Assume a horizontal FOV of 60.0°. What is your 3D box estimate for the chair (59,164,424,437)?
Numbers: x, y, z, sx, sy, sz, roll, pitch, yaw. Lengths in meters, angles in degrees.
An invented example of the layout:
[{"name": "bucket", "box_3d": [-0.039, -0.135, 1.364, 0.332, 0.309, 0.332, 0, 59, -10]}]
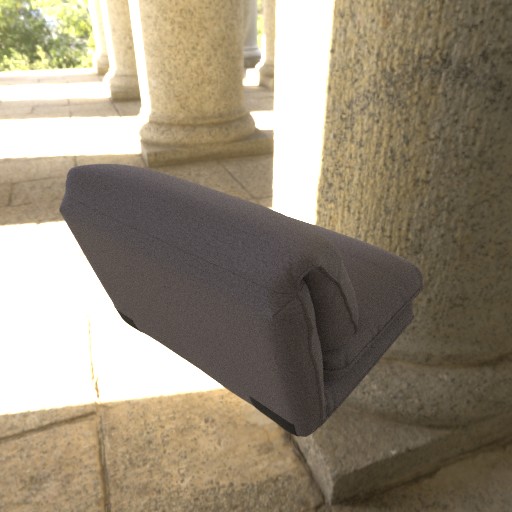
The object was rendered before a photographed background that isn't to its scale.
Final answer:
[{"name": "chair", "box_3d": [0.000, 0.000, 1.338, 0.820, 0.580, 0.780, 23, 37, 34]}]
